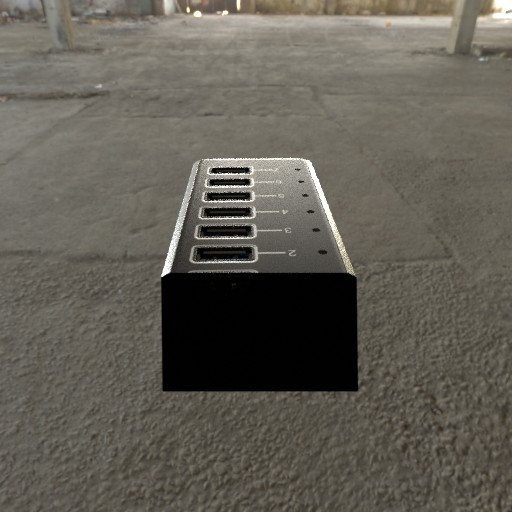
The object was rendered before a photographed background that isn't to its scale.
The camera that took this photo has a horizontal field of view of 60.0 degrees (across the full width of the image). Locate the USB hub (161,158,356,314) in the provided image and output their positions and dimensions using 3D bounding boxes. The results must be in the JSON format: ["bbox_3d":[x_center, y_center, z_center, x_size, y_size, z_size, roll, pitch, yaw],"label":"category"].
[{"bbox_3d":[0.000,0.000,0.129,0.044,0.023,0.110,-1,31,-1],"label":"USB hub"}]
